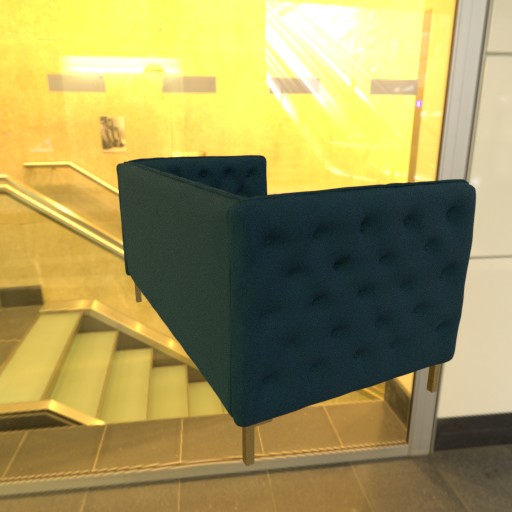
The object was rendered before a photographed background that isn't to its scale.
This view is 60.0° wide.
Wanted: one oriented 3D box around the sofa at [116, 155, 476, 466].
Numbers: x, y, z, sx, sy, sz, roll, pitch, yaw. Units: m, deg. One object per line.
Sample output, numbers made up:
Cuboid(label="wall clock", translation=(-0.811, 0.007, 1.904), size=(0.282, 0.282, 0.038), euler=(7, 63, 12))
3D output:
Cuboid(label="sofa", translation=(0.000, 0.000, 2.020), size=(0.909, 0.810, 1.583), euler=(-8, 18, -26))
